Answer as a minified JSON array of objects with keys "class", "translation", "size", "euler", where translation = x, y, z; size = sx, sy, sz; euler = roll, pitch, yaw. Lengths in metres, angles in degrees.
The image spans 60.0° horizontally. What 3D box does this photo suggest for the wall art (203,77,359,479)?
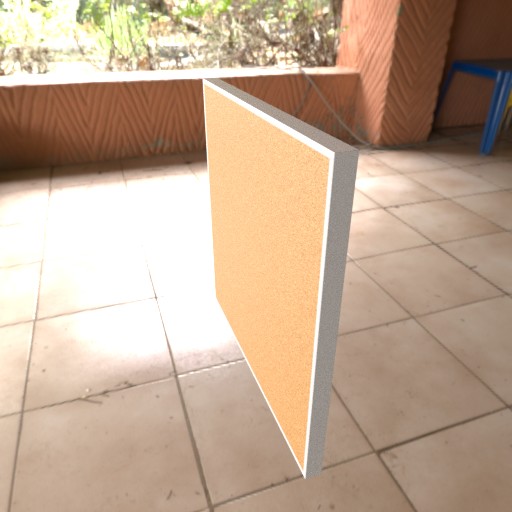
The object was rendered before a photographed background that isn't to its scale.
[{"class":"wall art","translation":[0.000,0.000,1.149],"size":[0.041,0.765,0.768],"euler":[-10,31,-17]}]
